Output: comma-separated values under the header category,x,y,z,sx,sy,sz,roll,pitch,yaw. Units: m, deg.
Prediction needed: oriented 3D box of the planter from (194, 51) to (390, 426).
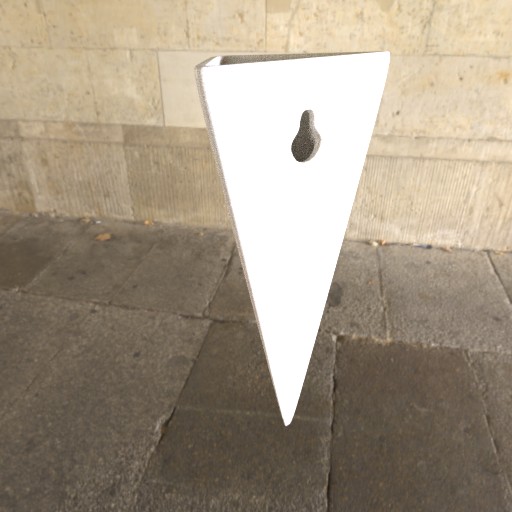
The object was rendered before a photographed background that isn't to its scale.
category,x,y,z,sx,sy,sz,roll,pitch,yaw
planter,0.000,0.000,0.265,0.101,0.224,0.081,-19,35,-29
